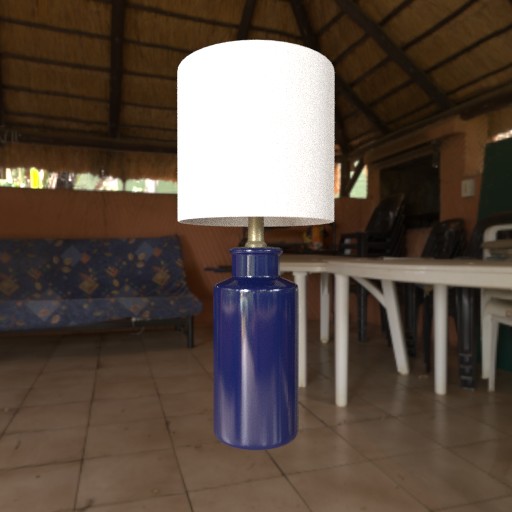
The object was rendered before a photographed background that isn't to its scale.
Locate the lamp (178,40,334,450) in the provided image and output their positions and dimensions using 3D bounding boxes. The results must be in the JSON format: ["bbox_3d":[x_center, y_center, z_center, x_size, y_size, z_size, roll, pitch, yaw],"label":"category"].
[{"bbox_3d":[0.000,0.000,0.611,0.212,0.493,0.212,0,1,-19],"label":"lamp"}]
